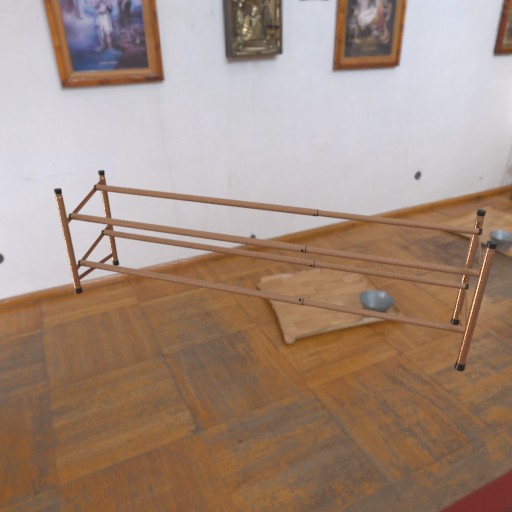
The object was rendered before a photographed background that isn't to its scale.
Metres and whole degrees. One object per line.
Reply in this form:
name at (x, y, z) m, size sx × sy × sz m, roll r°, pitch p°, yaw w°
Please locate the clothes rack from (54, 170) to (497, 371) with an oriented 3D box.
clothes rack at (0.000, 0.000, 1.283) m, size 1.168 × 0.349 × 0.229 m, roll 9°, pitch 28°, yaw 17°
